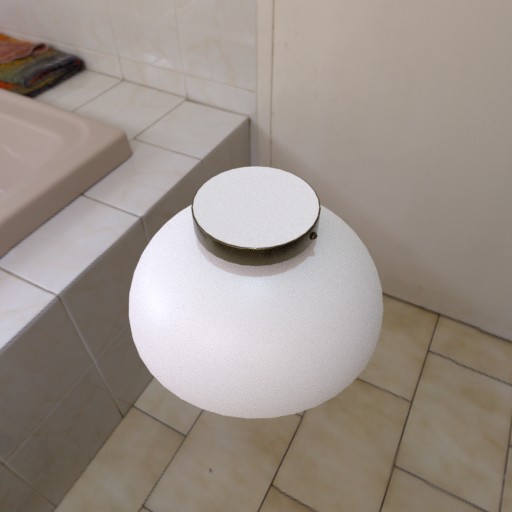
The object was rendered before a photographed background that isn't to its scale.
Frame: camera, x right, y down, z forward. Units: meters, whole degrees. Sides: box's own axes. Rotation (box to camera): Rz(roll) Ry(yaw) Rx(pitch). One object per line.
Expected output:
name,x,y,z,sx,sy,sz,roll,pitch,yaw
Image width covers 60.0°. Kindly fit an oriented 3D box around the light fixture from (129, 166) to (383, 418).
light fixture,0.000,0.000,0.574,0.355,0.177,0.355,0,46,0
